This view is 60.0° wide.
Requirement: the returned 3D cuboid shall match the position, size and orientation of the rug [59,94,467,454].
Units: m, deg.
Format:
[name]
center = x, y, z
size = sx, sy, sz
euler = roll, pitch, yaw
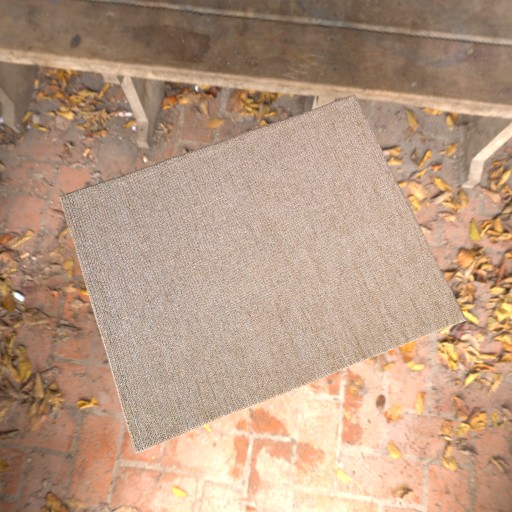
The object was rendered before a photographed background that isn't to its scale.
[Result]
[rug]
center = 0.000, 0.000, 4.021
size = 3.034, 0.012, 2.406
euler = -20, 77, -5
